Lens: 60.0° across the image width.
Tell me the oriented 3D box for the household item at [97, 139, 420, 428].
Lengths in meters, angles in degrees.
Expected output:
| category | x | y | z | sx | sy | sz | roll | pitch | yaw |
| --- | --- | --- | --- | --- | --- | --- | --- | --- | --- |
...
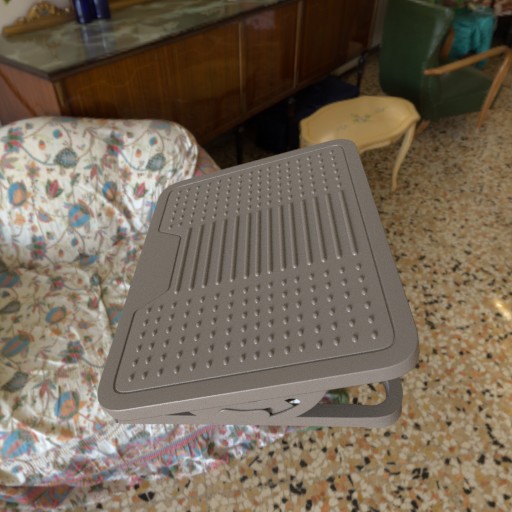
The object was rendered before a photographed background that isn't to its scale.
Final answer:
| category | x | y | z | sx | sy | sz | roll | pitch | yaw |
| --- | --- | --- | --- | --- | --- | --- | --- | --- | --- |
| household item | 0.000 | 0.000 | 0.533 | 0.301 | 0.126 | 0.390 | 1 | 41 | 1 |
